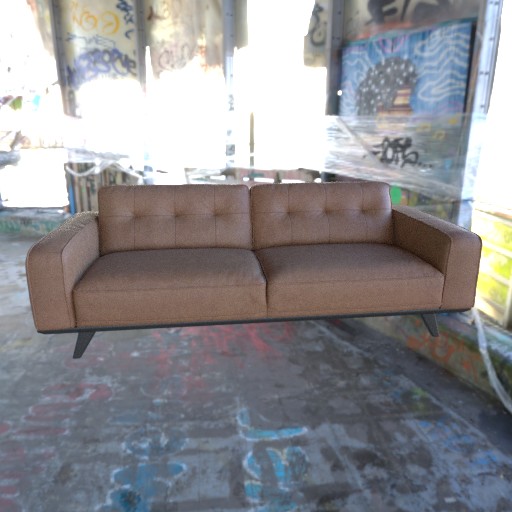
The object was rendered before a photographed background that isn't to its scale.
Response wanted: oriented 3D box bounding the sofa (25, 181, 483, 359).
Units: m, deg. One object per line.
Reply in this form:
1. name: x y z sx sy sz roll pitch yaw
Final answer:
1. sofa: 0.000 0.000 2.624 2.270 0.780 0.953 -2 17 -7
